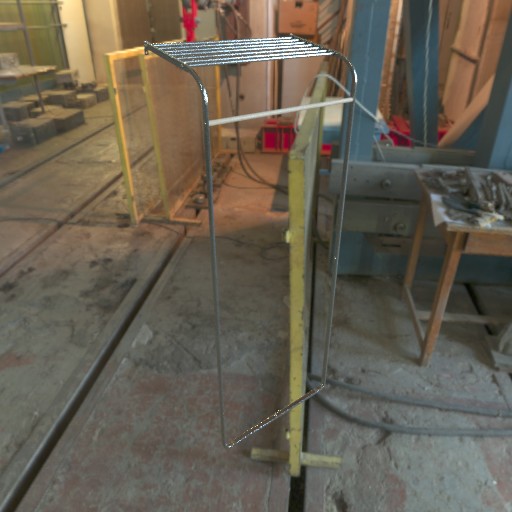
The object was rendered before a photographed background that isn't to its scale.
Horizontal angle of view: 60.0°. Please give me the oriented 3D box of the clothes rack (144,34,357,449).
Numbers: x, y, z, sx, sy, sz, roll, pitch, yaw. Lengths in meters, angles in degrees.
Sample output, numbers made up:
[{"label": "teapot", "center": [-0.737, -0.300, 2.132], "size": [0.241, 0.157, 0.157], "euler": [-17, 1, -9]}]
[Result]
[{"label": "clothes rack", "center": [0.000, 0.000, 1.793], "size": [0.609, 1.574, 0.349], "euler": [-21, 36, -32]}]
